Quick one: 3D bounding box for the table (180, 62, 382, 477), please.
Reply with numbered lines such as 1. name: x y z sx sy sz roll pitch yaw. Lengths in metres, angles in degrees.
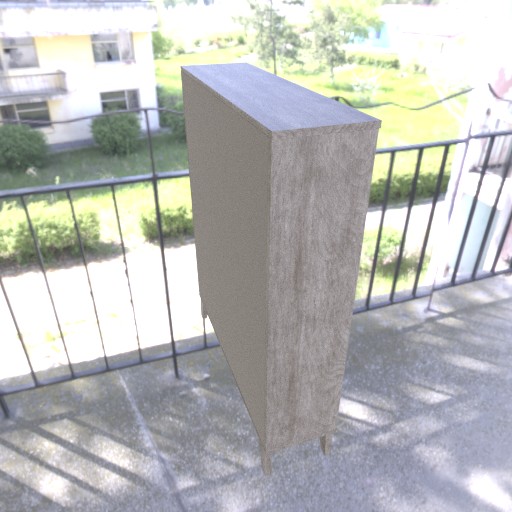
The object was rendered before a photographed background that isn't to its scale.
1. table: 0.000 0.000 1.560 0.256 1.135 0.902 -10 33 -17
